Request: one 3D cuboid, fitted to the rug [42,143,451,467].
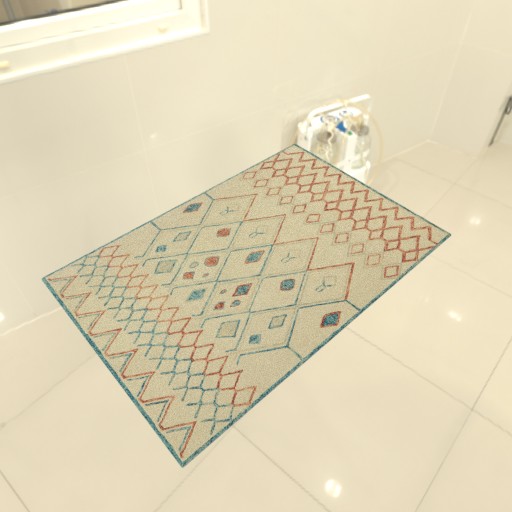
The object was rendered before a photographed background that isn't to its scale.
[{"bbox_3d":[0.000,0.000,2.352,1.829,0.016,1.219,-33,55,-27],"label":"rug"}]
